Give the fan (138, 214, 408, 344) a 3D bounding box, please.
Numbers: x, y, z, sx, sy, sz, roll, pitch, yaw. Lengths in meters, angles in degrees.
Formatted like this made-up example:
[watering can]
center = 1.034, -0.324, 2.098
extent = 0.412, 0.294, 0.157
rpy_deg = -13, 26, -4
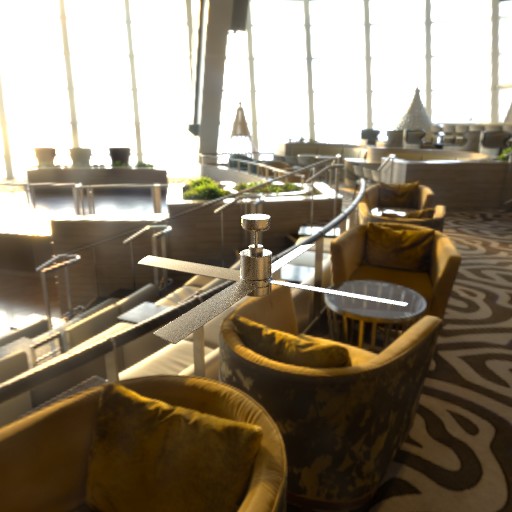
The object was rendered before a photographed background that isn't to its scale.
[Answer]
[fan]
center = 0.000, 0.000, 1.976
extent = 1.322, 0.355, 1.322
rpy_deg = 8, 18, 26
